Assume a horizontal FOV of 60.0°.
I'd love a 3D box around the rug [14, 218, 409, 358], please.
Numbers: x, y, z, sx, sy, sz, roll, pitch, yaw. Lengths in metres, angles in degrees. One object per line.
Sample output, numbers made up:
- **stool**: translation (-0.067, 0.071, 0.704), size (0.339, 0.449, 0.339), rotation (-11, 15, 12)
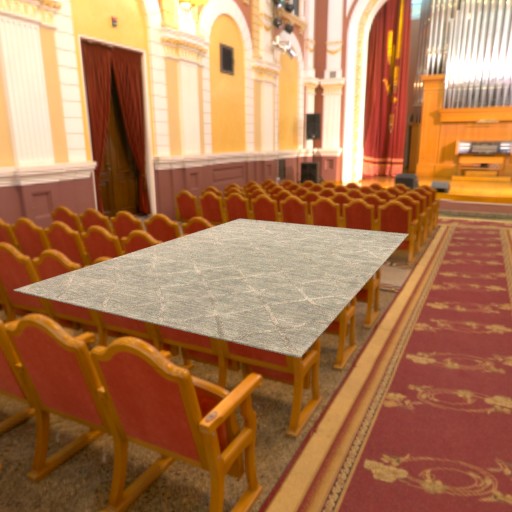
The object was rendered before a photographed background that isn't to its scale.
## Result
- **rug**: translation (0.000, 0.000, 2.835), size (1.521, 0.006, 2.283), rotation (8, 17, 26)
